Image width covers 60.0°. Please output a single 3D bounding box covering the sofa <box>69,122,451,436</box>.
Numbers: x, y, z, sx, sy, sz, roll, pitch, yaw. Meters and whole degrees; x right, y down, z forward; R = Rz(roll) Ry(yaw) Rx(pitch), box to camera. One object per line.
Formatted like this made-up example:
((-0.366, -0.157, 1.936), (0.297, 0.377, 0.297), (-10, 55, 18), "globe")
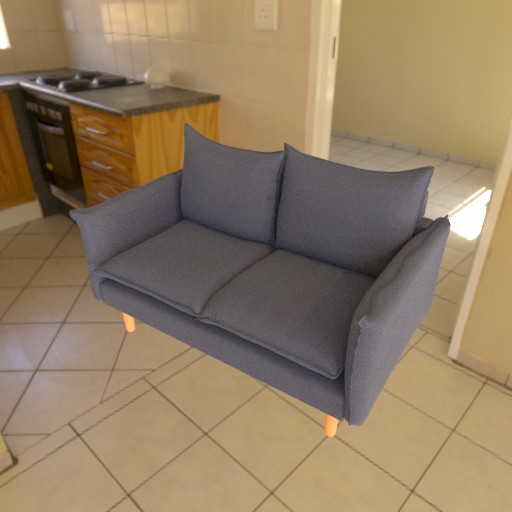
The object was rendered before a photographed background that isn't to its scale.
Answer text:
((0.000, 0.000, 1.826), (1.300, 0.840, 0.820), (19, 35, 29), "sofa")
